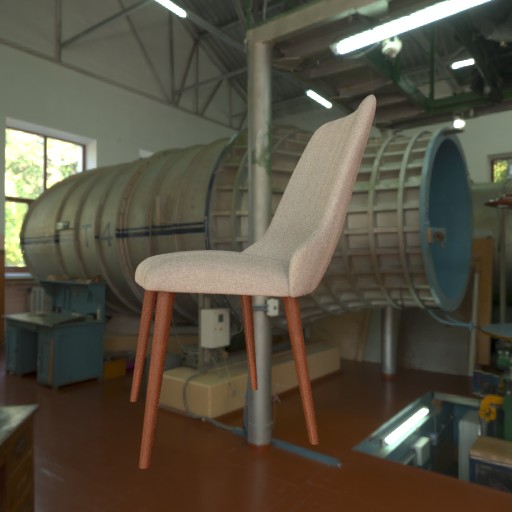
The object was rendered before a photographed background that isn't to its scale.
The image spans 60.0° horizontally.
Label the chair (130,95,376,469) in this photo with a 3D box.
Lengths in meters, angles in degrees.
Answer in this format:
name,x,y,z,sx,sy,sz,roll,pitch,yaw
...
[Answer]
name,x,y,z,sx,sy,sz,roll,pitch,yaw
chair,0.000,0.000,1.290,0.684,0.917,0.526,0,-1,-18
